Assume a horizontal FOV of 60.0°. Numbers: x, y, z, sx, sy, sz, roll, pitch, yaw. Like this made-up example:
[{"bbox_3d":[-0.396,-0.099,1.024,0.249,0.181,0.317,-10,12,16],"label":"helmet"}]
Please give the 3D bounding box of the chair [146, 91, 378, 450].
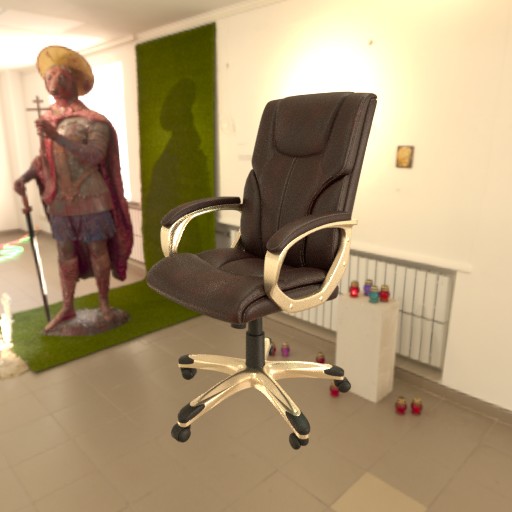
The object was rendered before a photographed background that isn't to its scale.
[{"bbox_3d":[0.000,0.000,1.537,0.739,1.107,0.662,-14,21,-43],"label":"chair"}]
